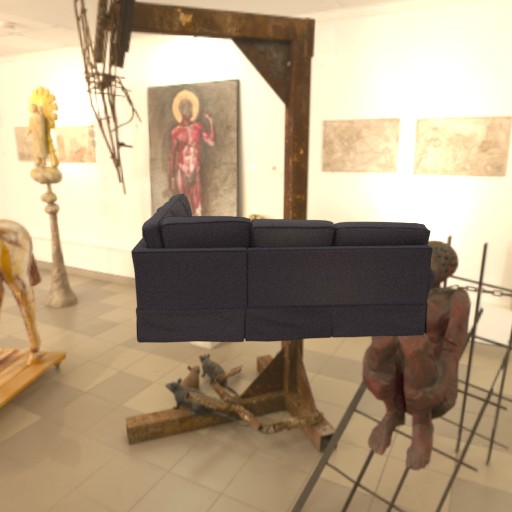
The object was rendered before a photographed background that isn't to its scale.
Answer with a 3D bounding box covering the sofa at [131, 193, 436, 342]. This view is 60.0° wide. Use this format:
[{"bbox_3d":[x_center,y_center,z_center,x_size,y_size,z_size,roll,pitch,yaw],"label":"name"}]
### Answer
[{"bbox_3d":[0.000,0.000,4.989,3.773,1.169,2.874,8,16,27],"label":"sofa"}]
